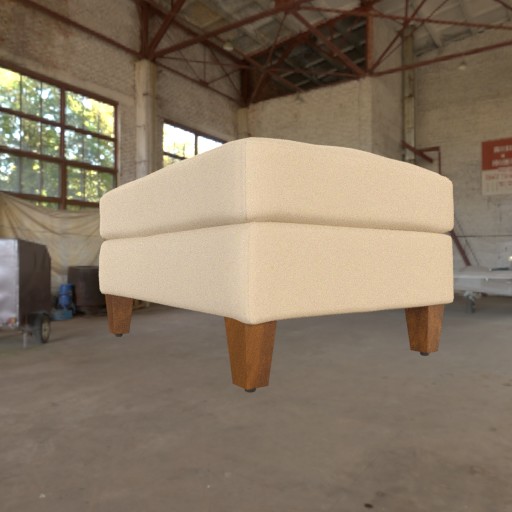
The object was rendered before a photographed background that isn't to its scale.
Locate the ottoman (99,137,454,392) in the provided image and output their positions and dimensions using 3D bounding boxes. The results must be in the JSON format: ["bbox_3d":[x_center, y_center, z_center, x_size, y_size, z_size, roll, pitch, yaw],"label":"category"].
[{"bbox_3d":[0.000,0.000,1.213,0.634,0.485,0.818,0,-1,-36],"label":"ottoman"}]
